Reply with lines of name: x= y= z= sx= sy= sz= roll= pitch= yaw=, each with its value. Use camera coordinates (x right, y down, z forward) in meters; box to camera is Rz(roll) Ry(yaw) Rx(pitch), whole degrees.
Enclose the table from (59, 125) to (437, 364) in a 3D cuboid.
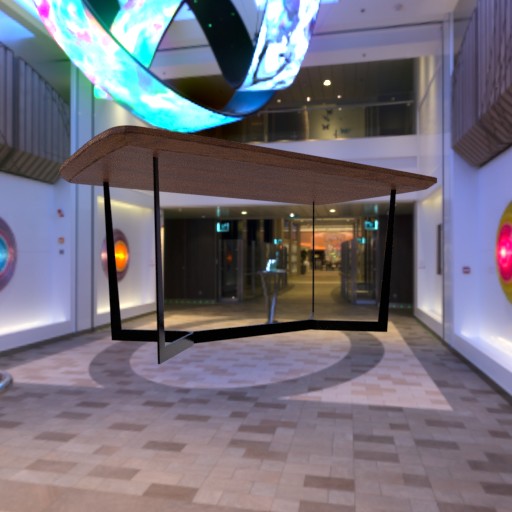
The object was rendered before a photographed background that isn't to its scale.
table: x=0.000 y=0.000 z=2.116 sx=1.643 sy=0.765 sz=0.949 roll=0 pitch=0 yaw=-34
